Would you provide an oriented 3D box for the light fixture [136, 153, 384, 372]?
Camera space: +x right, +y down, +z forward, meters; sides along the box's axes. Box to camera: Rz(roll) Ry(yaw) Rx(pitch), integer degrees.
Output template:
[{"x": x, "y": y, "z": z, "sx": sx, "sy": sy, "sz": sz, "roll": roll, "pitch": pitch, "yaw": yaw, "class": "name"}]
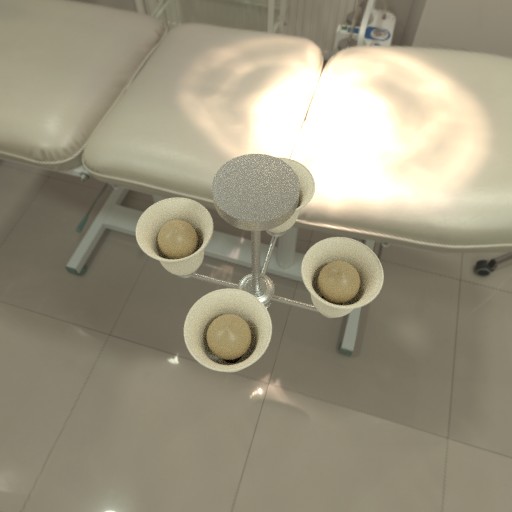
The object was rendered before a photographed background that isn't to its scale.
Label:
[{"x": 0.000, "y": 0.000, "z": 0.763, "sx": 0.427, "sy": 0.370, "sz": 0.427, "roll": 15, "pitch": 60, "yaw": 9, "class": "light fixture"}]
